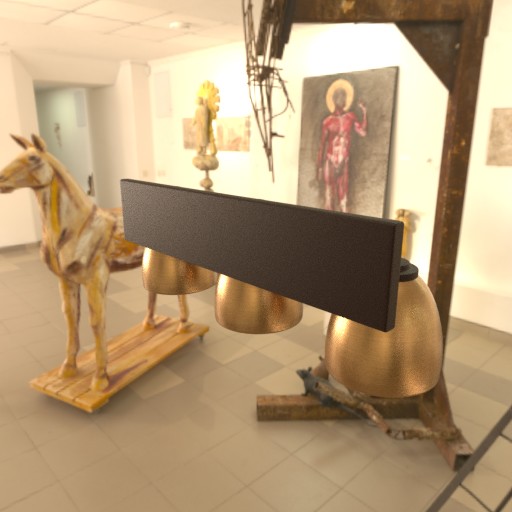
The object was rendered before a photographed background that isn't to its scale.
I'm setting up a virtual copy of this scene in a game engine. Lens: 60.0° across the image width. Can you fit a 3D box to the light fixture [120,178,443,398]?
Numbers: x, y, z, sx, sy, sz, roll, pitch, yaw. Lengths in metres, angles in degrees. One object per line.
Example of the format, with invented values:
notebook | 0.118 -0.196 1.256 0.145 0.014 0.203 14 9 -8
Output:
light fixture | 0.000 0.000 0.682 0.157 0.204 0.582 -15 21 -42
